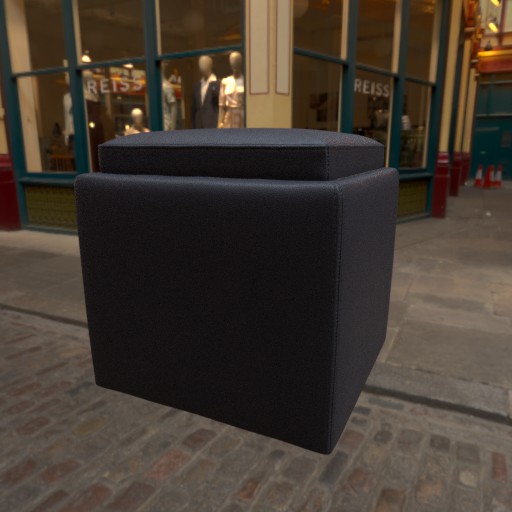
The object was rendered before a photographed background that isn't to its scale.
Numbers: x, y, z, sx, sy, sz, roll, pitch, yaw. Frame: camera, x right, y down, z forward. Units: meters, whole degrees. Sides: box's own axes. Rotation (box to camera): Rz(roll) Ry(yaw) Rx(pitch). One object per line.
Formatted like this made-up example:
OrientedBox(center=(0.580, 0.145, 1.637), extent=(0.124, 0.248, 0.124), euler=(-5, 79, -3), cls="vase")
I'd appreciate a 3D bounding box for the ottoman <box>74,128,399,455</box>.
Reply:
OrientedBox(center=(0.000, 0.000, 0.836), extent=(0.451, 0.460, 0.450), euler=(7, 15, 25), cls="ottoman")
